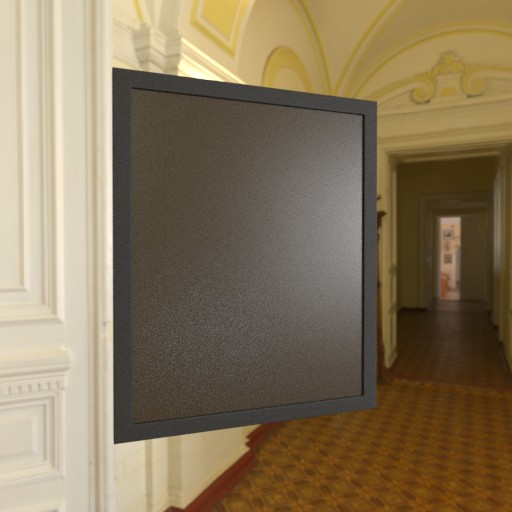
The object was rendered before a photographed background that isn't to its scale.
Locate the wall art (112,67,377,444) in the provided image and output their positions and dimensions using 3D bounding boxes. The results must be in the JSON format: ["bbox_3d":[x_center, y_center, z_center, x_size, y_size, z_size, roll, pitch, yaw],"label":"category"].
[{"bbox_3d":[0.000,0.000,0.742,0.457,0.558,0.028,0,1,-19],"label":"wall art"}]
